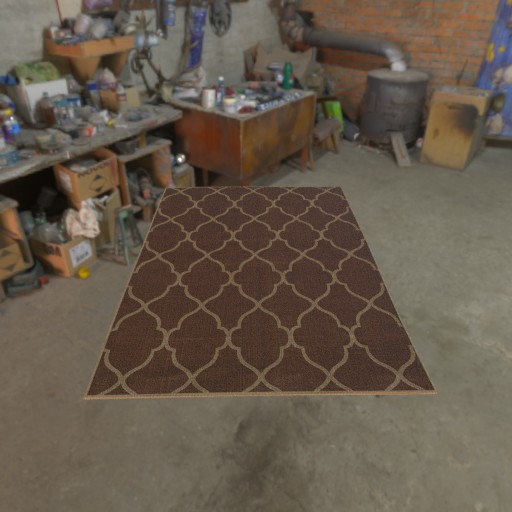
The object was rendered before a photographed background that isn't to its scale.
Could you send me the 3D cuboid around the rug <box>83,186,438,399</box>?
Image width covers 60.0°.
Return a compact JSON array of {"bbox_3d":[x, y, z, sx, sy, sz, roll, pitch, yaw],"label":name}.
[{"bbox_3d":[0.000,0.000,2.868,1.528,0.014,2.294,-1,31,-1],"label":"rug"}]
